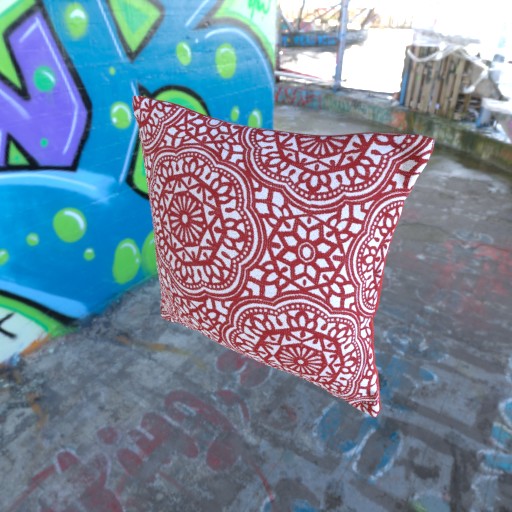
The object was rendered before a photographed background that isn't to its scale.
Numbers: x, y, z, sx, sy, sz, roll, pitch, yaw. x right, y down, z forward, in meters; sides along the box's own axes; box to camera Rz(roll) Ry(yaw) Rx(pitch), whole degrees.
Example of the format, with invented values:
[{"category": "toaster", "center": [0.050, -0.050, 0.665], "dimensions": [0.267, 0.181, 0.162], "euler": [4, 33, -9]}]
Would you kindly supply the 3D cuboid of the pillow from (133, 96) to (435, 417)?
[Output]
[{"category": "pillow", "center": [0.000, 0.000, 0.660], "dimensions": [0.438, 0.419, 0.162], "euler": [18, 35, 28]}]
